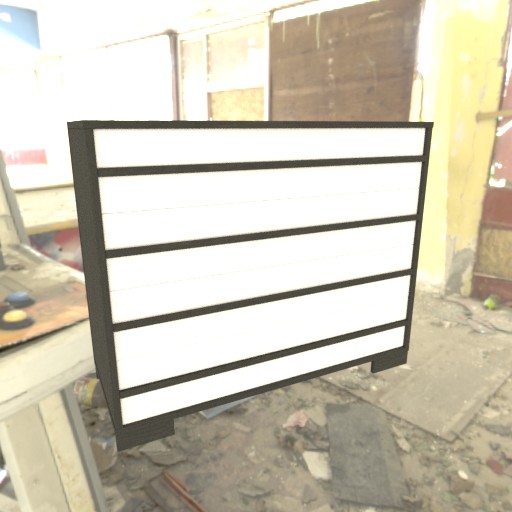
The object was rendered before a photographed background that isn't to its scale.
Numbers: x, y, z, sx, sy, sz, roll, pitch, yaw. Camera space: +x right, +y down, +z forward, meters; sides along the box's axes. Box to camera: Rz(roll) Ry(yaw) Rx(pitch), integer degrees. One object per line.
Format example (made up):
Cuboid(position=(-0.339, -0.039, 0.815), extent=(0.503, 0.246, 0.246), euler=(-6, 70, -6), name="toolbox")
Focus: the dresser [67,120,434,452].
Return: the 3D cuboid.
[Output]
Cuboid(position=(0.000, 0.000, 1.405), extent=(0.994, 0.816, 0.404), euler=(-8, 18, -25), name="dresser")
